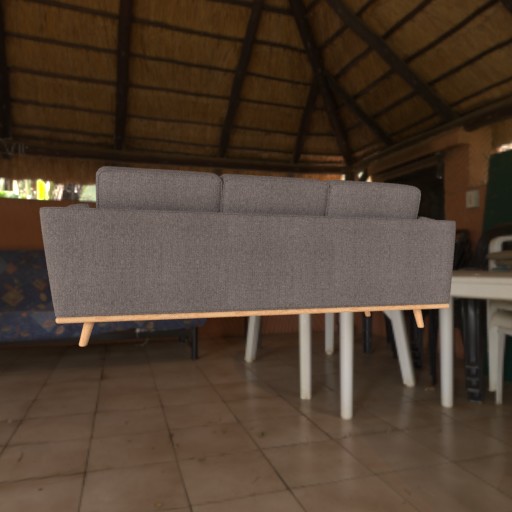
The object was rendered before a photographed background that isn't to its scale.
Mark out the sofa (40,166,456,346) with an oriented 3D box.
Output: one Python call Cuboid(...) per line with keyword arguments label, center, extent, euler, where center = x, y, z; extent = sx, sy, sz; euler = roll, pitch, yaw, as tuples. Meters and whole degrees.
Cuboid(label="sofa", center=(0.000, 0.000, 2.774), extent=(2.362, 0.899, 0.903), euler=(0, -1, -18))
